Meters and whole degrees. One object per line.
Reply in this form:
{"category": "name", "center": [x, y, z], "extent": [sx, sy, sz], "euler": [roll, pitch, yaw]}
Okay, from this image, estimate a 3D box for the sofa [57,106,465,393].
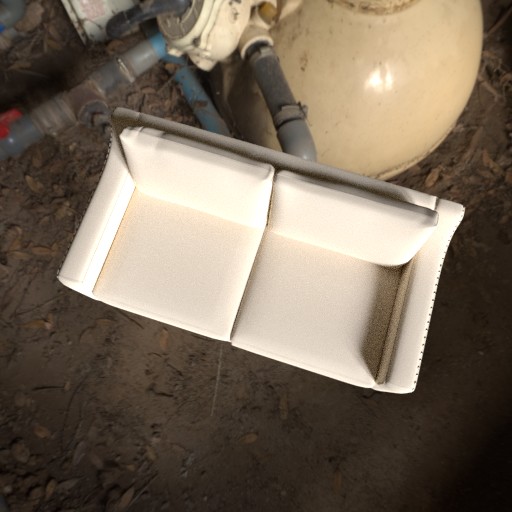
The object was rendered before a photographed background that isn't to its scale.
{"category": "sofa", "center": [0.000, 0.000, 2.338], "extent": [1.812, 0.830, 0.949], "euler": [17, 76, 4]}
